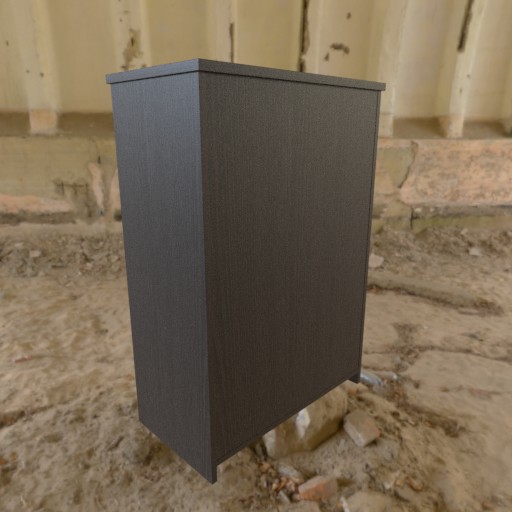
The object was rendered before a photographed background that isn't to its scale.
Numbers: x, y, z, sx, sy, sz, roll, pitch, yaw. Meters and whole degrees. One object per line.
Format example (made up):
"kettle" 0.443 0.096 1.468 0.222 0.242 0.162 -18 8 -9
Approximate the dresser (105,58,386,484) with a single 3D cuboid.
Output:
"dresser" 0.000 0.000 1.372 0.704 1.020 0.399 -15 22 -42
